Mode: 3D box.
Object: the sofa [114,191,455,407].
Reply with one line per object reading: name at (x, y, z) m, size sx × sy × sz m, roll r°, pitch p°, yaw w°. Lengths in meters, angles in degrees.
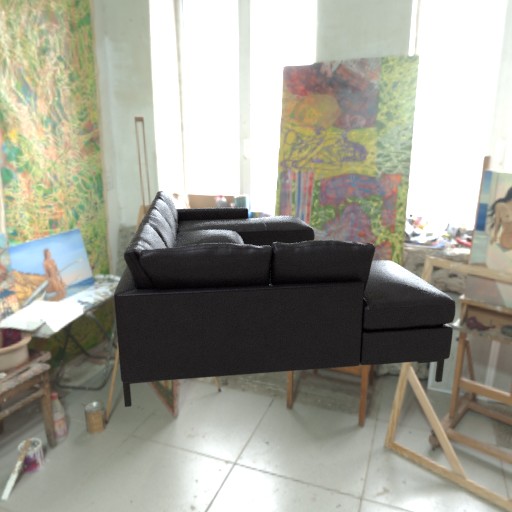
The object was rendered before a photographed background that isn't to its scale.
sofa at (0.000, 0.000, 3.844) m, size 1.939 × 0.900 × 2.956 m, roll -2°, pitch 15°, yaw -8°
